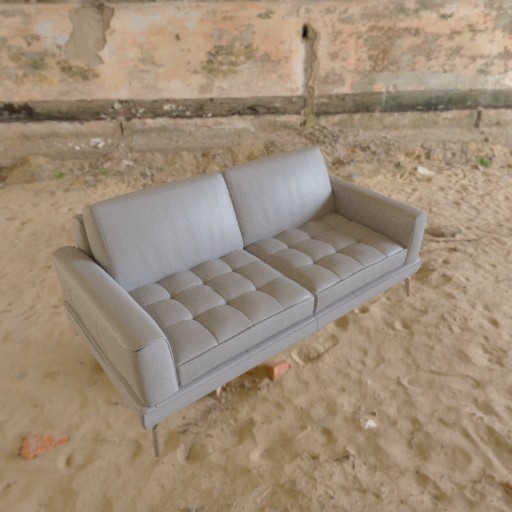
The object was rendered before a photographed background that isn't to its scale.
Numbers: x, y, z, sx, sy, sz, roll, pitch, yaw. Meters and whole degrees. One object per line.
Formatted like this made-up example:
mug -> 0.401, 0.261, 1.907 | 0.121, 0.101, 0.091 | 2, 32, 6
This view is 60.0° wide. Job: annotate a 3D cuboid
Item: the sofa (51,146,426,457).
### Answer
sofa -> 0.000, 0.000, 2.796 | 2.177, 0.930, 1.121 | -22, 38, -32
